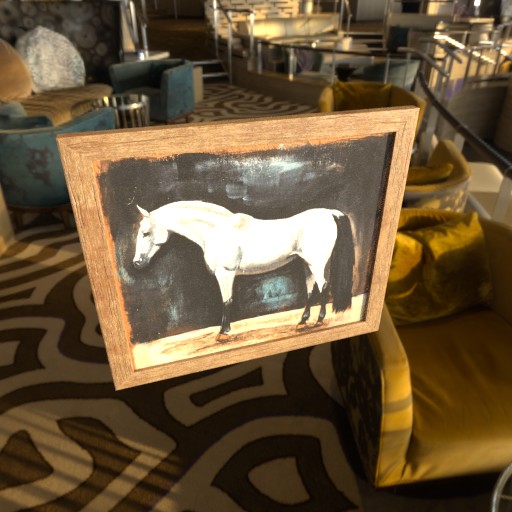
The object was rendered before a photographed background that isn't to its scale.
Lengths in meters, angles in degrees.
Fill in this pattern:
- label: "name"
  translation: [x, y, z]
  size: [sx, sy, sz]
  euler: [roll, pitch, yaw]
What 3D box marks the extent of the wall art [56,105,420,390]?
- label: "wall art"
  translation: [0.000, 0.000, 0.971]
  size: [0.690, 0.588, 0.026]
  euler: [-9, 33, -15]
